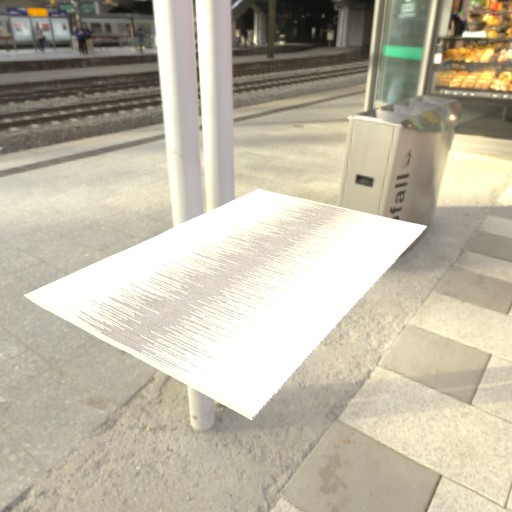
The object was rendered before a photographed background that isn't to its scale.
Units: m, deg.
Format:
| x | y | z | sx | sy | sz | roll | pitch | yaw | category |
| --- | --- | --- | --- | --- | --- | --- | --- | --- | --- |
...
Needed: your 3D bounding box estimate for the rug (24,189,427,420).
| x | y | z | sx | sy | sz | roll | pitch | yaw | category |
| --- | --- | --- | --- | --- | --- | --- | --- | --- | --- |
| 0.000 | 0.000 | 2.289 | 1.226 | 0.007 | 1.815 | 17 | 32 | 31 | rug |
